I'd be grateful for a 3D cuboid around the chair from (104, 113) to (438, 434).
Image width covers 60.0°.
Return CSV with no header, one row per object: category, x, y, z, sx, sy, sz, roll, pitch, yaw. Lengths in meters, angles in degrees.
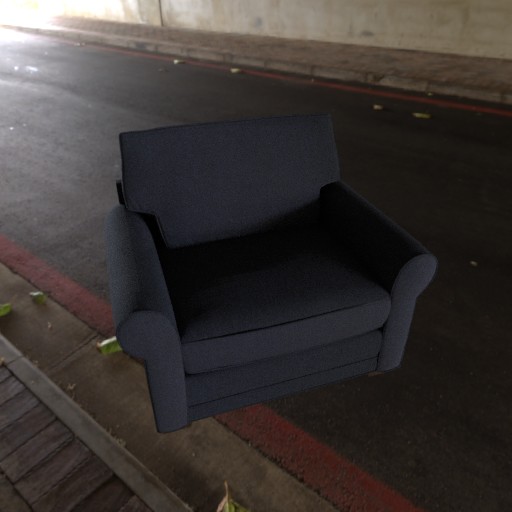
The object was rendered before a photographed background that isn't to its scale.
chair,0.000,0.000,2.029,1.285,1.044,0.963,-10,34,-16
